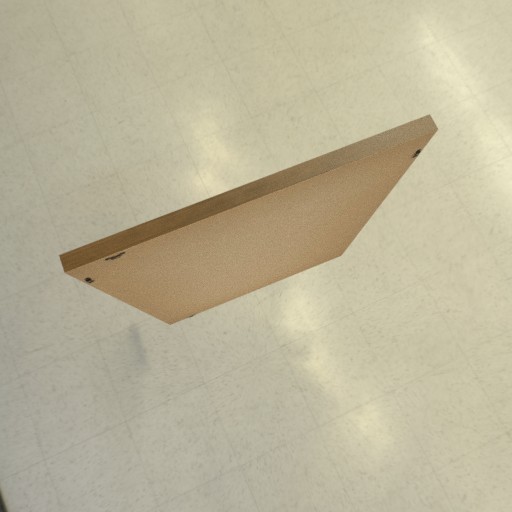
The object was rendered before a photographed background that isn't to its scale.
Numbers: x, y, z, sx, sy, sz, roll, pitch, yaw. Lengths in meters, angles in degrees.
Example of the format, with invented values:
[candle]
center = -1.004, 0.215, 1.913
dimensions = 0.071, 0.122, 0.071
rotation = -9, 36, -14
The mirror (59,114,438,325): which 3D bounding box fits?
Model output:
[mirror]
center = 0.000, 0.000, 1.332
dimensions = 0.762, 1.016, 0.041
rotation = -22, 77, -5
